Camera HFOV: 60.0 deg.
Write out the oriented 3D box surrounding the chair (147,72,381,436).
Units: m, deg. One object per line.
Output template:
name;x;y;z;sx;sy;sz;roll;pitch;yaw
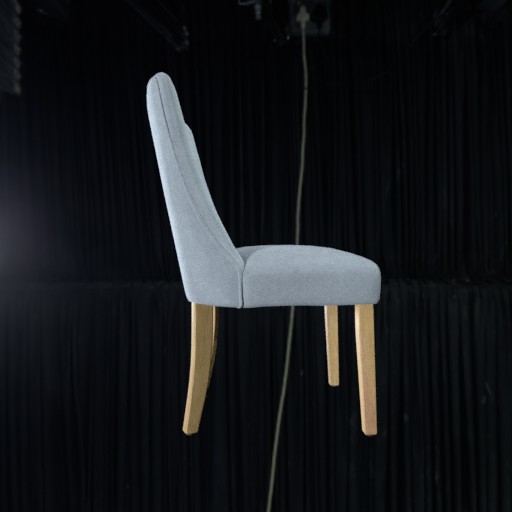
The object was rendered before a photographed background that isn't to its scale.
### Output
chair;0.000;0.000;1.314;0.610;0.902;0.495;0;0;-2
